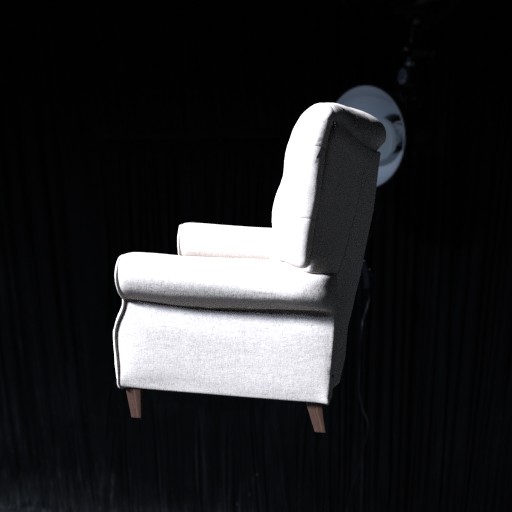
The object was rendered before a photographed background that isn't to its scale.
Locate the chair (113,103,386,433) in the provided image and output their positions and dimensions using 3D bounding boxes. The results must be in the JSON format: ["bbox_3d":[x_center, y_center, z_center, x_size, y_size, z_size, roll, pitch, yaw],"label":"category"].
[{"bbox_3d":[0.000,0.000,1.921,1.025,1.209,0.942,2,13,8],"label":"chair"}]
